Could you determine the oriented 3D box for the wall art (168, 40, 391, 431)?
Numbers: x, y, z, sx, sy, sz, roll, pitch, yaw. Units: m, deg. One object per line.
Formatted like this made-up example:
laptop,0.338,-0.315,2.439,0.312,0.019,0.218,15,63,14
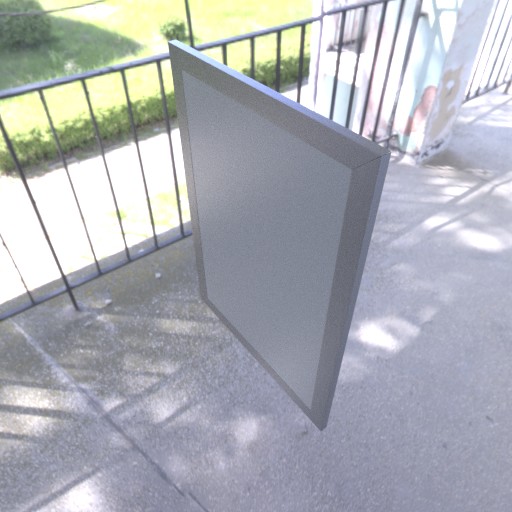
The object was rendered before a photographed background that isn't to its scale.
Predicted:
wall art,0.000,0.000,0.679,0.013,0.529,0.376,-28,50,-26
